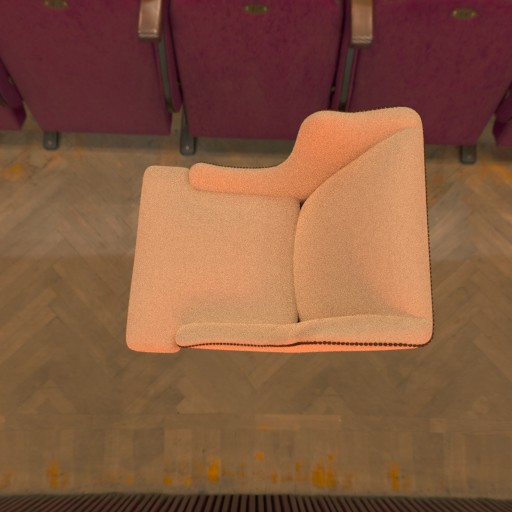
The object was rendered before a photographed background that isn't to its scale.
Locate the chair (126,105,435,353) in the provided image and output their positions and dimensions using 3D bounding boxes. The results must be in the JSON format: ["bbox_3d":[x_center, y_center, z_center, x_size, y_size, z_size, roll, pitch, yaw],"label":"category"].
[{"bbox_3d":[0.000,0.000,1.668,0.940,1.029,0.737,2,76,1],"label":"chair"}]
